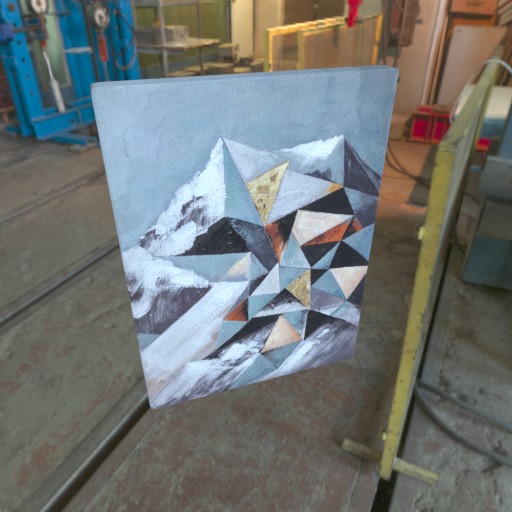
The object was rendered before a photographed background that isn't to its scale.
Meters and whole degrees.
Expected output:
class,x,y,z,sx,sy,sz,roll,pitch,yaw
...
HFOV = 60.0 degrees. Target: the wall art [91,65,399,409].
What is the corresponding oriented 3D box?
class,x,y,z,sx,sy,sz,roll,pitch,yaw
wall art,0.000,0.000,0.798,0.455,0.613,0.037,-10,34,-16
